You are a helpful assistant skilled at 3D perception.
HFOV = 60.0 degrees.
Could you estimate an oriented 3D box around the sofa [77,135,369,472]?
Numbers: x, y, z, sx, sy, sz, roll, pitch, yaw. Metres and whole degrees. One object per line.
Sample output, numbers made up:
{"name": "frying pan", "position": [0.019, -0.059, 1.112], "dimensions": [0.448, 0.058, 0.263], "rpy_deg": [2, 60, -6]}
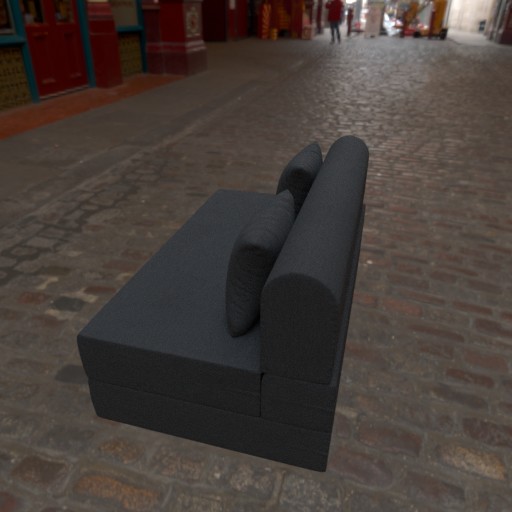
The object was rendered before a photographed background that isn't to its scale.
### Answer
{"name": "sofa", "position": [0.000, 0.000, 1.717], "dimensions": [0.762, 0.670, 1.225], "rpy_deg": [8, 31, 14]}
